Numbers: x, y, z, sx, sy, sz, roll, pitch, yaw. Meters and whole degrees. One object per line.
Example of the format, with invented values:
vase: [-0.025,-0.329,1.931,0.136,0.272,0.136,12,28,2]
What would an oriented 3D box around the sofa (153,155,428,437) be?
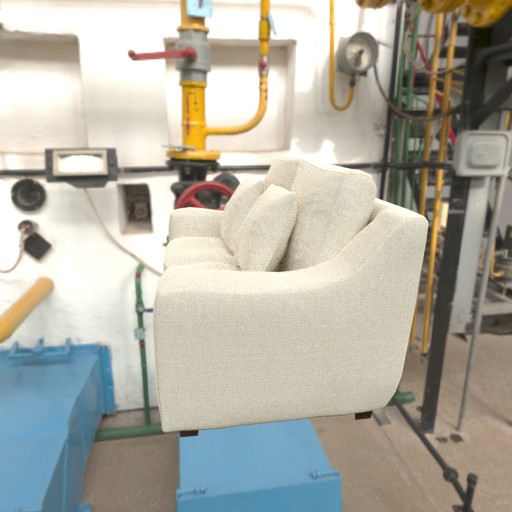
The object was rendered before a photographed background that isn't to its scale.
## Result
sofa: [0.000,0.000,2.439,1.040,1.047,1.744,-2,16,-8]
